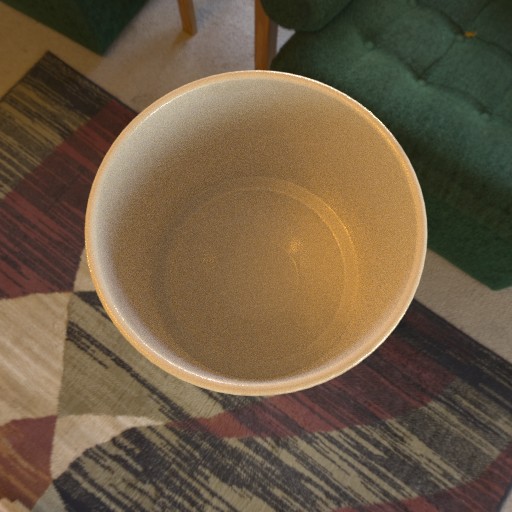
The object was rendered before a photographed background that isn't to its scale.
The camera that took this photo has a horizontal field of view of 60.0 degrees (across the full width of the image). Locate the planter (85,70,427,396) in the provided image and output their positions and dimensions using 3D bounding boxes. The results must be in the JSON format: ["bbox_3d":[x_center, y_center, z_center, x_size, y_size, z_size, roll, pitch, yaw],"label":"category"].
[{"bbox_3d":[0.000,0.000,0.334,0.193,0.177,0.193,0,75,0],"label":"planter"}]
